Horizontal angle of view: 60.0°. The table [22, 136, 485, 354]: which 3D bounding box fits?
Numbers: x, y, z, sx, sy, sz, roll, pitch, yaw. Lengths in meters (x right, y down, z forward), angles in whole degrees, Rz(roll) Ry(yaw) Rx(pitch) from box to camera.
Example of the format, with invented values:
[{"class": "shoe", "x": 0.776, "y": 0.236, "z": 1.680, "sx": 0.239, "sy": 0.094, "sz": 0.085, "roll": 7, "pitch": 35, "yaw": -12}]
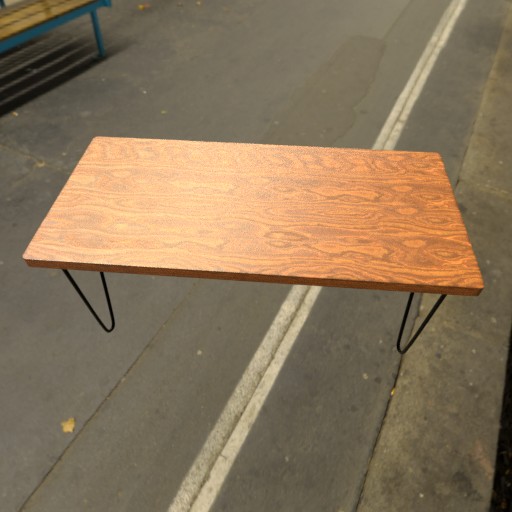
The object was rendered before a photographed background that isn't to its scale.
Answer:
[{"class": "table", "x": 0.000, "y": 0.000, "z": 2.270, "sx": 1.791, "sy": 0.753, "sz": 0.883, "roll": 4, "pitch": 47, "yaw": 3}]
